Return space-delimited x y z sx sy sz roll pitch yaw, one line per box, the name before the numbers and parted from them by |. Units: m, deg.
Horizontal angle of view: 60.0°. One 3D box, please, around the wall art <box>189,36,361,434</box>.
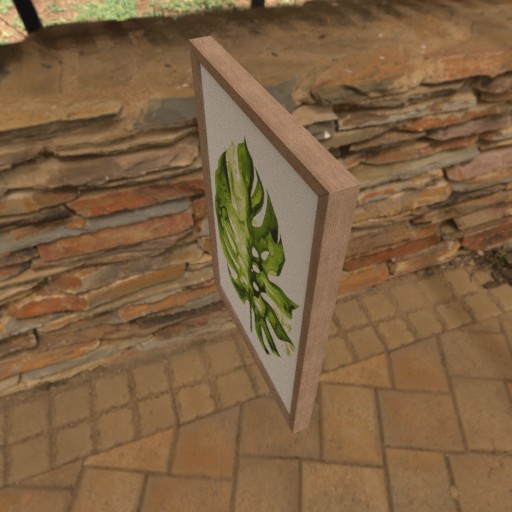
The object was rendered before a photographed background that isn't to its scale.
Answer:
wall art | 0.000 0.000 0.666 0.031 0.509 0.356 -19 50 -17
